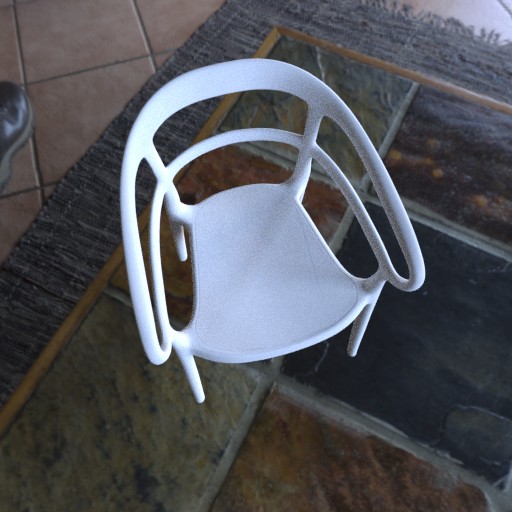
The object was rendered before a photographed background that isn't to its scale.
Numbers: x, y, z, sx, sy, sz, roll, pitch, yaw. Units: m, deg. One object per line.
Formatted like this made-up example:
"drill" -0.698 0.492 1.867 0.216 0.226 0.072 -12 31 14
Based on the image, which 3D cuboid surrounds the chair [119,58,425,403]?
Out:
"chair" 0.000 0.000 1.132 0.559 0.761 0.527 -15 65 -7
